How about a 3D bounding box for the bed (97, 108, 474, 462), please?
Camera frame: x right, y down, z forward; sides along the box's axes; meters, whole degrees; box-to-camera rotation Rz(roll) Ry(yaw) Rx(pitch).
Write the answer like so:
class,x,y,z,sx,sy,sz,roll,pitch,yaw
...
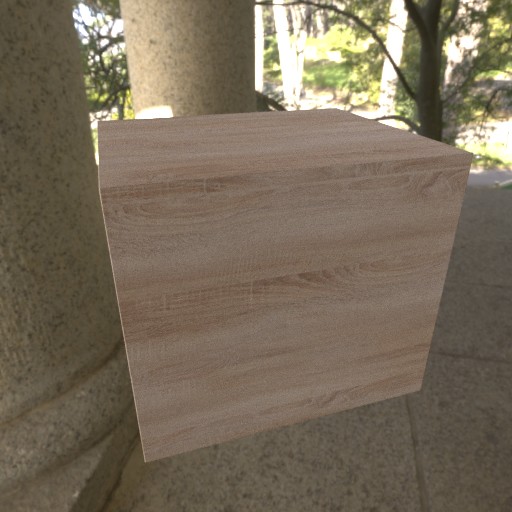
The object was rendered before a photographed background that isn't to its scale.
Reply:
class,x,y,z,sx,sy,sz,roll,pitch,yaw
bed,0.000,0.000,0.772,0.460,0.420,0.401,-8,28,-16
